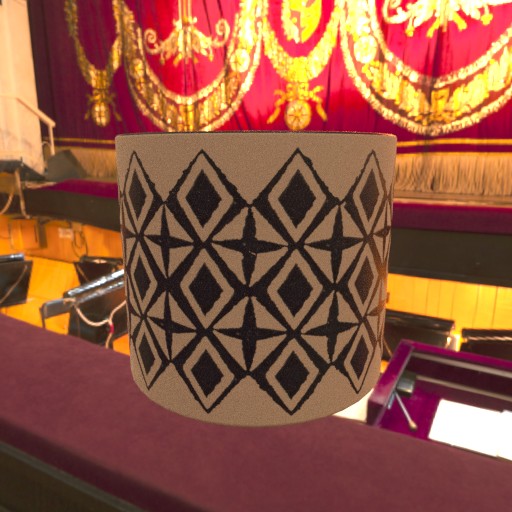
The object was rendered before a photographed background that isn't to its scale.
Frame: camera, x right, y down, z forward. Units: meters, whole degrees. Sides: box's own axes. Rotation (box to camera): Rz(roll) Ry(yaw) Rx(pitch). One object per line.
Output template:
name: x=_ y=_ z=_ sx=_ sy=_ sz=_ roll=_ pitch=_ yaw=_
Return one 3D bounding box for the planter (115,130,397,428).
planter: x=0.000 y=0.000 z=0.276 sx=0.159 sy=0.144 sz=0.159 roll=0 pitch=13 yaw=0
